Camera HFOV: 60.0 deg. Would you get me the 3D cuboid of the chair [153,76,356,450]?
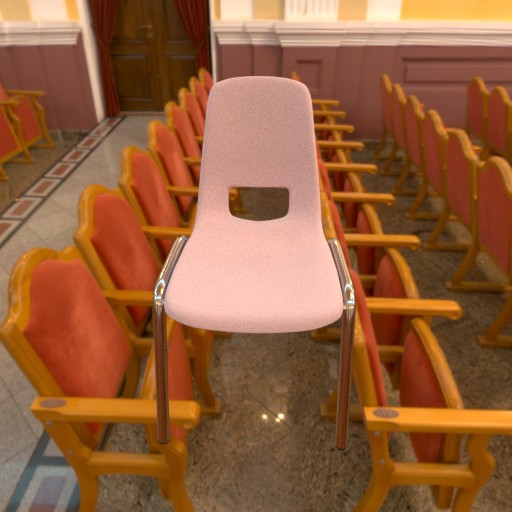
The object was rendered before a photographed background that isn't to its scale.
[{"bbox_3d":[0.000,0.000,0.851,0.354,0.586,0.423,1,31,2],"label":"chair"}]
